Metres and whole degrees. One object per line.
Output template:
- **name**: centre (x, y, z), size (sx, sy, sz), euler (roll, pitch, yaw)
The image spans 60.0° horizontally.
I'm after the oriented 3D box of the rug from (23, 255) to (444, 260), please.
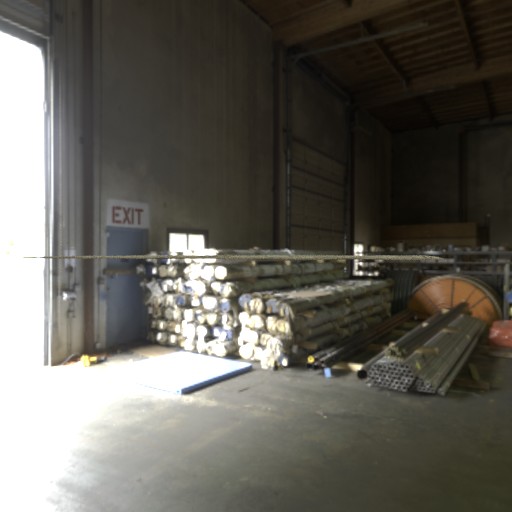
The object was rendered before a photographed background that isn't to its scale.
- **rug**: centre (0.000, 0.000, 3.306), size (2.455, 0.025, 1.964), euler (0, 0, 18)
